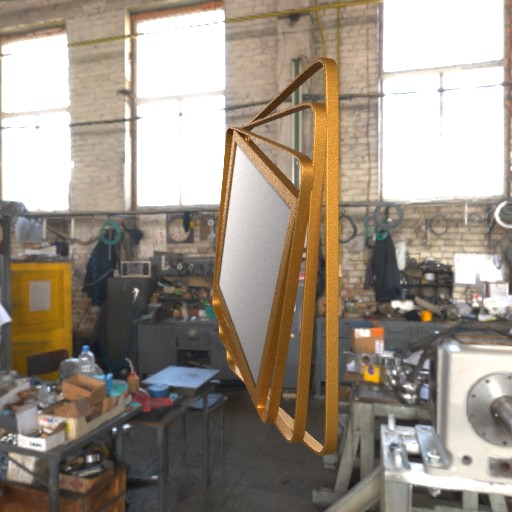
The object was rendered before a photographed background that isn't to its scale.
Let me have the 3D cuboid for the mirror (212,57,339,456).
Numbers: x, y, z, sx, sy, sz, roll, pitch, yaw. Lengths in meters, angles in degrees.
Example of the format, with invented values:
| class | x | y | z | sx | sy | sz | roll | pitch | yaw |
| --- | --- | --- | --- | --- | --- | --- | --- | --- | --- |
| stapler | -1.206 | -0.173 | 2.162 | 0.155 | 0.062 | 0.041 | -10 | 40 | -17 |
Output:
| class | x | y | z | sx | sy | sz | roll | pitch | yaw |
| --- | --- | --- | --- | --- | --- | --- | --- | --- | --- |
| mirror | 0.000 | 0.000 | 0.708 | 0.045 | 0.468 | 0.470 | 0 | 0 | -18 |
